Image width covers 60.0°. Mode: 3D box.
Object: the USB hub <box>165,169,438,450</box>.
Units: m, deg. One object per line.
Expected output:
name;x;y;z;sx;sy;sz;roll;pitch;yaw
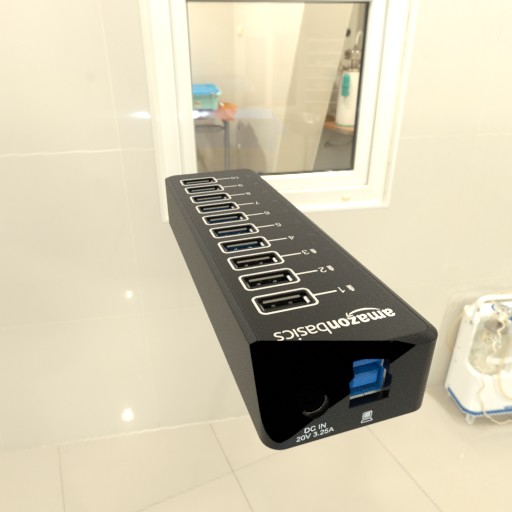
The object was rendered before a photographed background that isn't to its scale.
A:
USB hub;0.000;0.000;0.162;0.044;0.023;0.145;-9;29;-17
